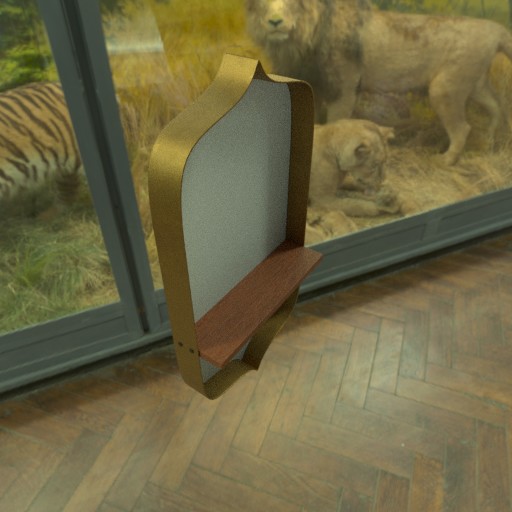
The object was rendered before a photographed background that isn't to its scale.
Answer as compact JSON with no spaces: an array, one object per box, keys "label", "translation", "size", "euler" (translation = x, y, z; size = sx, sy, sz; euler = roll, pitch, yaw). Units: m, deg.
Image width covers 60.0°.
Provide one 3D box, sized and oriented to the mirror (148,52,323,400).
[{"label":"mirror","translation":[0.000,0.000,0.727],"size":[0.096,0.613,0.323],"euler":[24,45,26]}]
